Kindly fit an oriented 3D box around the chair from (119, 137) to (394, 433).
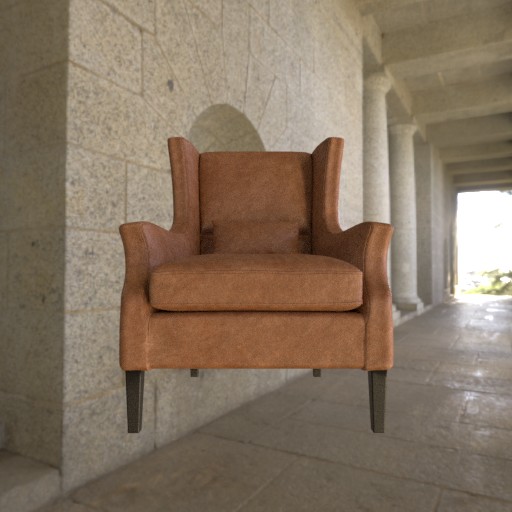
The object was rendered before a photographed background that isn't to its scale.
[{"bbox_3d":[0.000,0.000,1.684,0.853,1.016,0.926,0,-2,0],"label":"chair"}]
